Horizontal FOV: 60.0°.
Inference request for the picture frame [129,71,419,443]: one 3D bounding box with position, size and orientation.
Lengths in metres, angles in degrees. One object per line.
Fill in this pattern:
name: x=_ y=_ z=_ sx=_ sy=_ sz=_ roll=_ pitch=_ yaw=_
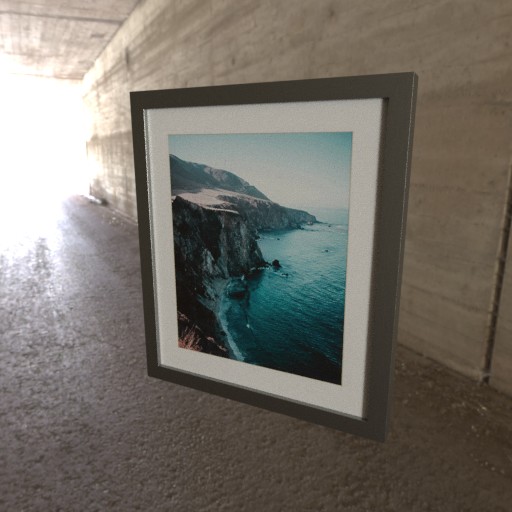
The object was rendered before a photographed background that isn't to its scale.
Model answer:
picture frame: x=0.000 y=0.000 z=1.332 sx=0.839 sy=0.968 sz=0.073 roll=7 pitch=15 yaw=26
